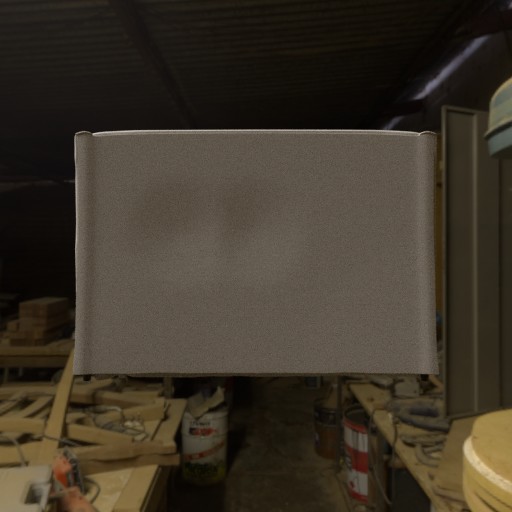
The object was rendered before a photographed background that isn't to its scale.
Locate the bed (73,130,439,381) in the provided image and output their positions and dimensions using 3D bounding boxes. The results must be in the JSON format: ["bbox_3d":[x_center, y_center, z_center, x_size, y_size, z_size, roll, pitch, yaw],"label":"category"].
[{"bbox_3d":[0.000,0.000,3.436,1.925,1.332,2.276,0,0,0],"label":"bed"}]
